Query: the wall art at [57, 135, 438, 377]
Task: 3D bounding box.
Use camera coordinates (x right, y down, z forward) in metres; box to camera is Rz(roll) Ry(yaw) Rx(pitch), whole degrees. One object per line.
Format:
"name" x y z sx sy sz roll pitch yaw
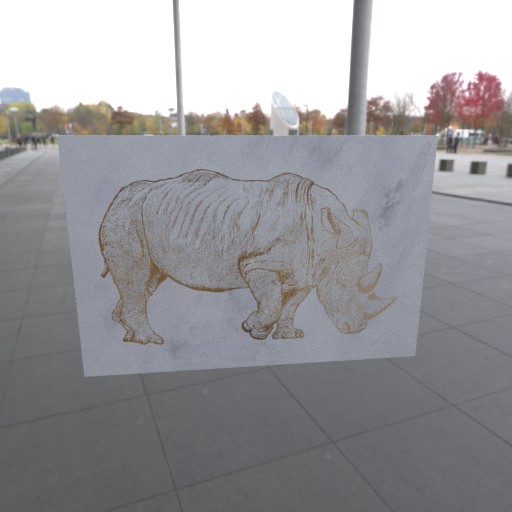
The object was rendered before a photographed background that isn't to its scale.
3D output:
"wall art" 0.000 0.000 0.776 0.609 0.407 0.038 -2 15 -7
